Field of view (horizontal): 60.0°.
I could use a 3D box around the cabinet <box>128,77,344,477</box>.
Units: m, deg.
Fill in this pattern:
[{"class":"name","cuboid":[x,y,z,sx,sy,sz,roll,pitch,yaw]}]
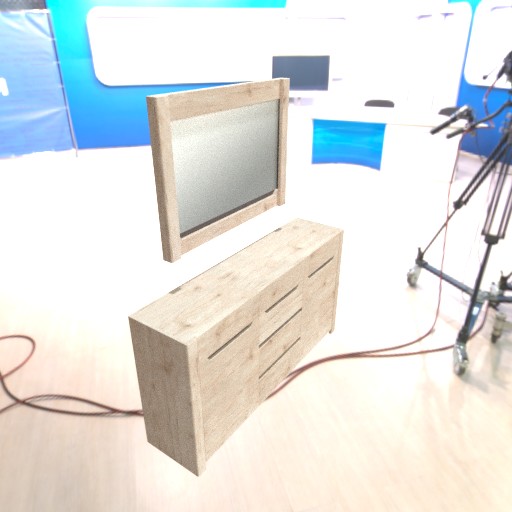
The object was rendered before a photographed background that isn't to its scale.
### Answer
[{"class":"cabinet","cuboid":[0.000,0.000,2.777,0.420,1.981,1.700,18,32,31]}]
